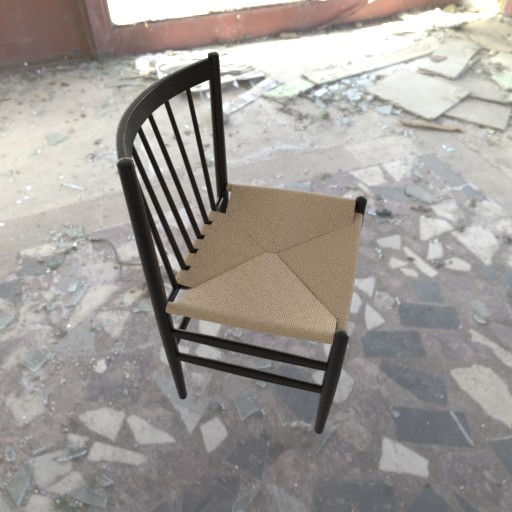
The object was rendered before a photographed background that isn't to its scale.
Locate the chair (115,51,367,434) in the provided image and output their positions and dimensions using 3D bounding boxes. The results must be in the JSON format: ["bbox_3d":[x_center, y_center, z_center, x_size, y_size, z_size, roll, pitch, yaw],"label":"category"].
[{"bbox_3d":[0.000,0.000,1.142,0.516,0.818,0.495,11,47,10],"label":"chair"}]
